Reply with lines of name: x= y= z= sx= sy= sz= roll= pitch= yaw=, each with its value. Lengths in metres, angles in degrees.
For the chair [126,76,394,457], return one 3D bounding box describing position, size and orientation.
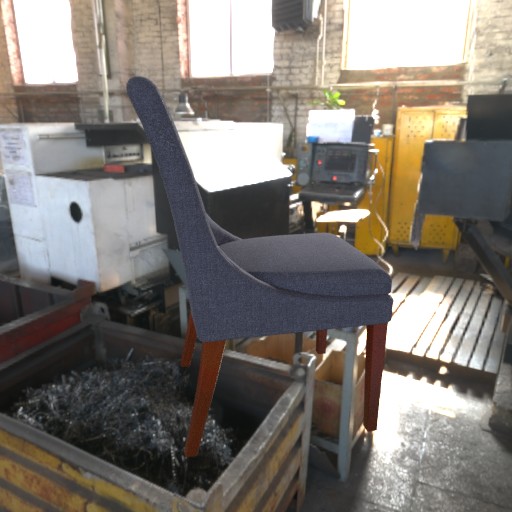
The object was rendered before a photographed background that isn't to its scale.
chair: x=0.000 y=0.000 z=1.318 sx=0.655 sy=0.952 sz=0.508 roll=-3 pitch=17 yaw=-10
